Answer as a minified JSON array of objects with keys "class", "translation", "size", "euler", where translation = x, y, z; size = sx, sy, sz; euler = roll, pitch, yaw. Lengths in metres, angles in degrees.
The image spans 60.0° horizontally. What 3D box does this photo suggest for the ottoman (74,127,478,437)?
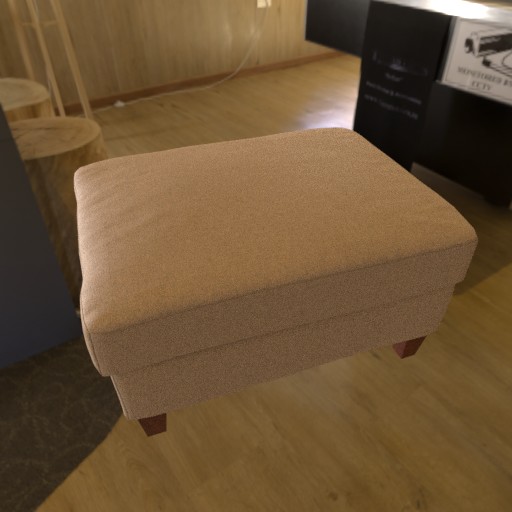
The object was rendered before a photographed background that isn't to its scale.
[{"class":"ottoman","translation":[0.000,0.000,1.272],"size":[0.902,0.511,0.692],"euler":[-12,40,-15]}]
